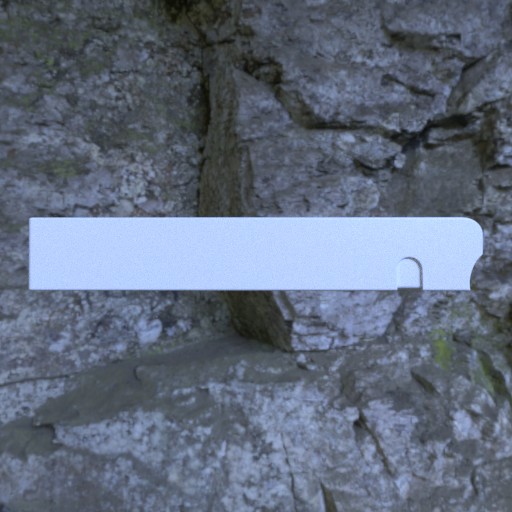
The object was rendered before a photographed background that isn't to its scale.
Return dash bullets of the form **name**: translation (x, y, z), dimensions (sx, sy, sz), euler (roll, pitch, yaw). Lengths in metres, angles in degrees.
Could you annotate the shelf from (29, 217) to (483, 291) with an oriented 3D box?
- **shelf**: translation (0.000, 0.000, 0.456), dimensions (0.310, 0.050, 0.310), euler (0, -1, 1)
